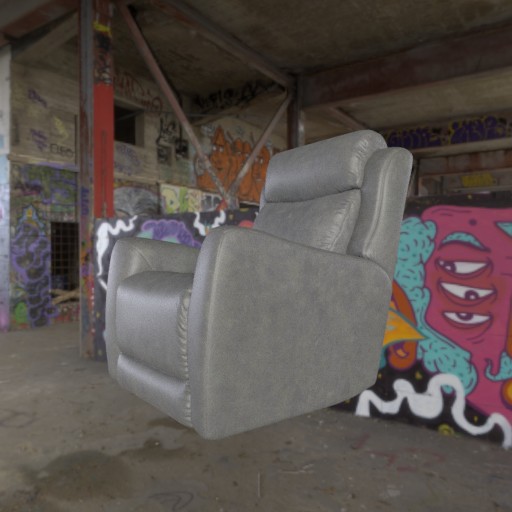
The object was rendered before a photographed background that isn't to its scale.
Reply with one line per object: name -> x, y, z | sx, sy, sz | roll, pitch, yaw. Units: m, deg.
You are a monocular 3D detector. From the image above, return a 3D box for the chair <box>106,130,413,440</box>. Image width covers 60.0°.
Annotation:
chair -> 0.000, 0.000, 1.946 | 1.068, 1.116, 0.967 | 0, 0, -36
